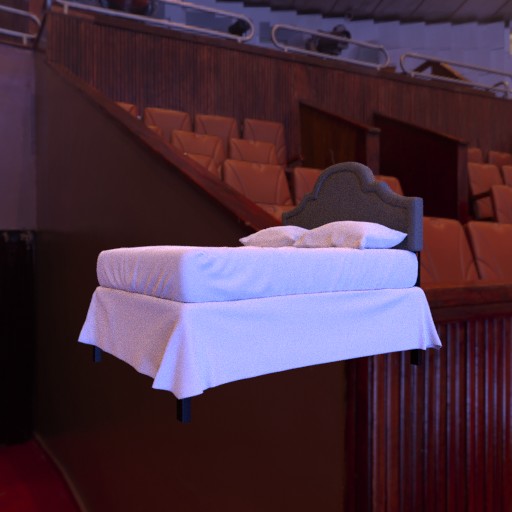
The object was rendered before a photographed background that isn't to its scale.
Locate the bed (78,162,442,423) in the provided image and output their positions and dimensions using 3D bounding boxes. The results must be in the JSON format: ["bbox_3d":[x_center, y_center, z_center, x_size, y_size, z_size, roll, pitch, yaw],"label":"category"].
[{"bbox_3d":[0.000,0.000,3.381,2.222,1.634,1.780,0,0,-35],"label":"bed"}]
